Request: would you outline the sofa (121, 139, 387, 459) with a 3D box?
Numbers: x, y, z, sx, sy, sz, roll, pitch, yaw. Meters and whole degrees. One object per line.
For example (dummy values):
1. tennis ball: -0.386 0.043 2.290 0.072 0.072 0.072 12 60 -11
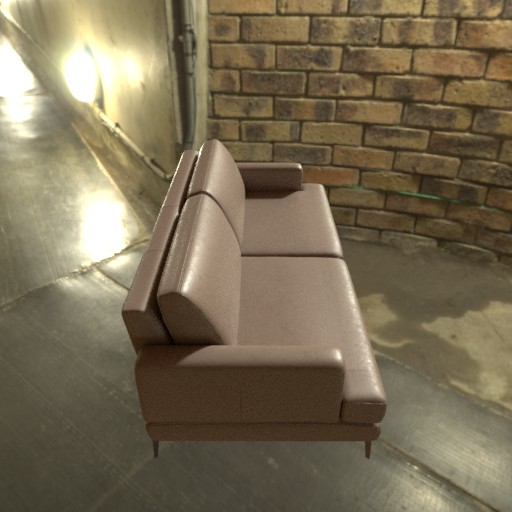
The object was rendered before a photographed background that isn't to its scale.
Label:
1. sofa: 0.000 0.000 2.397 0.974 0.765 1.940 0 33 0
